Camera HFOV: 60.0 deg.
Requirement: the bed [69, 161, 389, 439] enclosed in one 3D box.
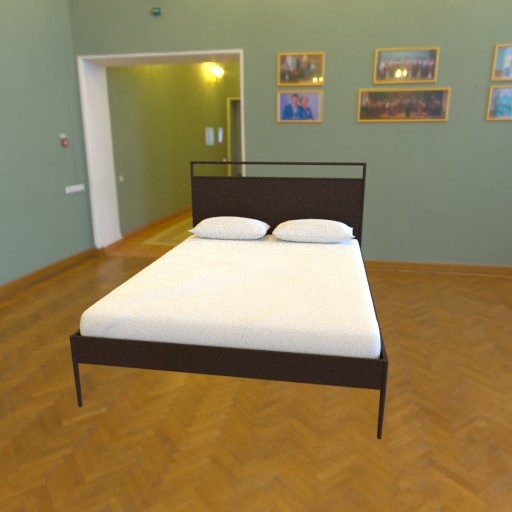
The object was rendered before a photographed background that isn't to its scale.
[{"bbox_3d":[0.000,0.000,3.085,1.572,1.173,2.122,3,15,9],"label":"bed"}]
